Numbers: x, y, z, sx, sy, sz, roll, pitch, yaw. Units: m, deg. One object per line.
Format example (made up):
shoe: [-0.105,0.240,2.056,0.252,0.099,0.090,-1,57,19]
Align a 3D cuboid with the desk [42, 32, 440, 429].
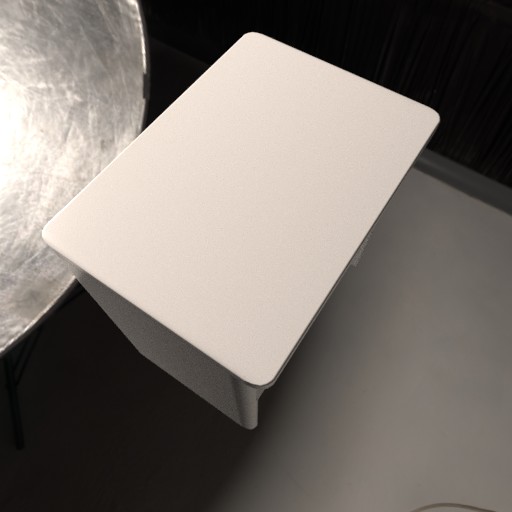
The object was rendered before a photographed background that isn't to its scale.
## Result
desk: [0.000,0.000,1.309,0.549,0.800,0.762,31,67,15]
